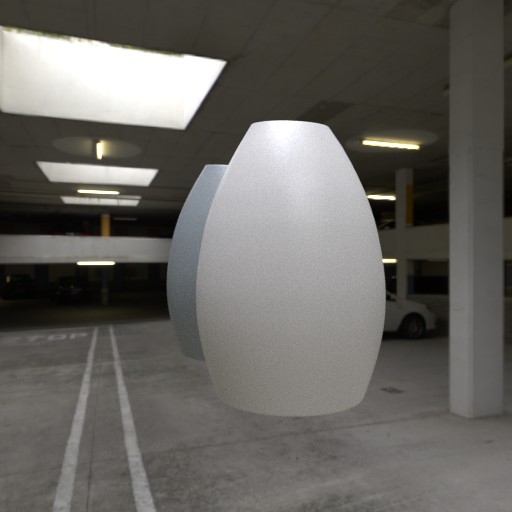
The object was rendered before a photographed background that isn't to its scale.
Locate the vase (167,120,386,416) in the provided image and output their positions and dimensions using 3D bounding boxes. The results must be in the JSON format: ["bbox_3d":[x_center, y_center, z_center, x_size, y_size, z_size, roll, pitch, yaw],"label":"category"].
[{"bbox_3d":[0.000,0.000,0.260,0.089,0.131,0.187,0,0,-19],"label":"vase"}]
